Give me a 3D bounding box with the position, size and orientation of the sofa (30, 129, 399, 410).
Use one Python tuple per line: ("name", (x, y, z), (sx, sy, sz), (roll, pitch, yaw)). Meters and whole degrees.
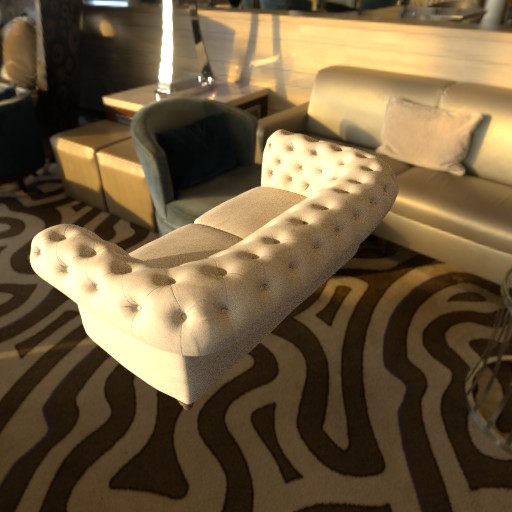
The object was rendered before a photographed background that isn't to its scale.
("sofa", (0.000, 0.000, 2.498), (1.069, 0.835, 1.988), (23, 40, 31))
